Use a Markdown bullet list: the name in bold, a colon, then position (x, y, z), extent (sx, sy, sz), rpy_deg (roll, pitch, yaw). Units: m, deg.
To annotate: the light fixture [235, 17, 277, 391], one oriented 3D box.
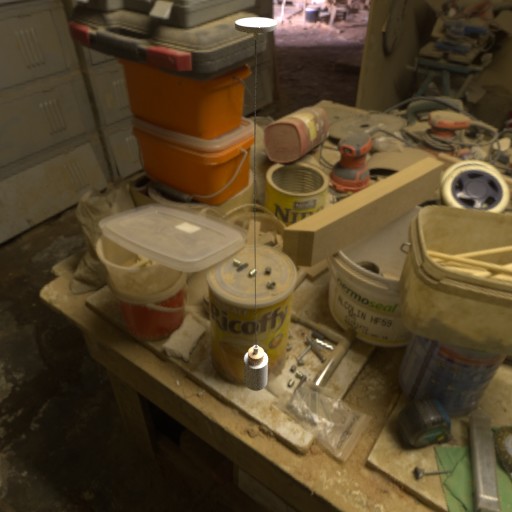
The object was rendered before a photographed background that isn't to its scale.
- **light fixture**: position (0.000, 0.000, 1.885), extent (0.125, 1.798, 0.125), rpy_deg (26, 46, 28)
